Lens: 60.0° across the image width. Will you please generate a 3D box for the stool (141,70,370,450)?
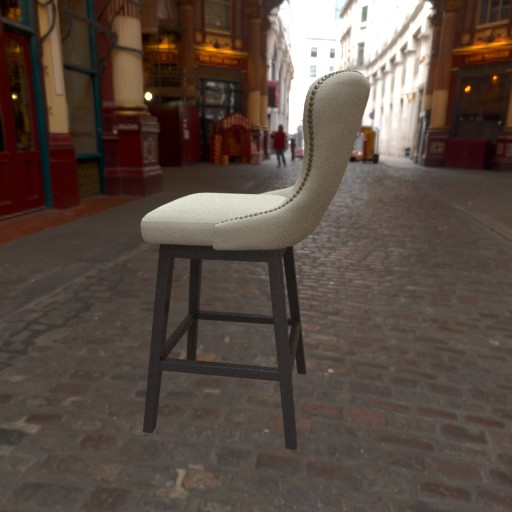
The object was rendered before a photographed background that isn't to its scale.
[{"bbox_3d":[0.000,0.000,1.308,0.593,0.971,0.528,3,16,9],"label":"stool"}]
